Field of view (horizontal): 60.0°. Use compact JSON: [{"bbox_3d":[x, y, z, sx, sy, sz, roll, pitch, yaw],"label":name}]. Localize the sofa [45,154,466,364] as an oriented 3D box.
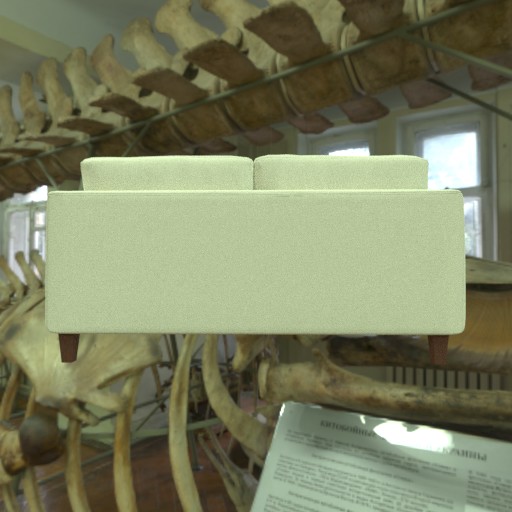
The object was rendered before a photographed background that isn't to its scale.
[{"bbox_3d":[0.000,0.000,2.231,1.702,0.888,0.964,0,-2,2],"label":"sofa"}]
